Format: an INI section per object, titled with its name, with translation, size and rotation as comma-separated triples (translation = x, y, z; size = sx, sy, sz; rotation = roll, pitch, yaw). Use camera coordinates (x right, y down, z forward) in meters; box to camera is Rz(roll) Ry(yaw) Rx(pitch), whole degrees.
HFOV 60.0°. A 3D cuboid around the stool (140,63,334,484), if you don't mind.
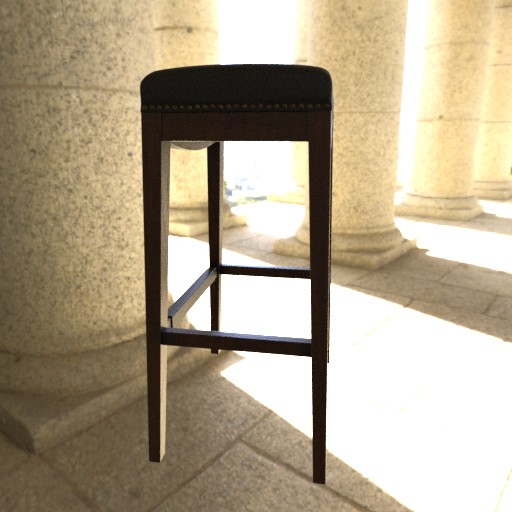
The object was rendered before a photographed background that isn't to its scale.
[stool]
translation = 0.000, 0.000, 1.020
size = 0.361, 0.765, 0.500
rotation = 3, 16, 10
